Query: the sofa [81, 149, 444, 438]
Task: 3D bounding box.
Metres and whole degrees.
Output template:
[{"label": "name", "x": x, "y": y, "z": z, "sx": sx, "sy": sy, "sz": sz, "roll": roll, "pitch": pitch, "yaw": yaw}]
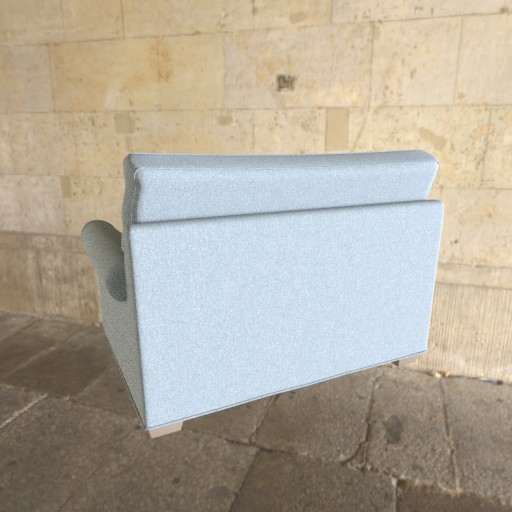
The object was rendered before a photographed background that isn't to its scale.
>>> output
[{"label": "sofa", "x": 0.000, "y": 0.000, "z": 2.024, "sx": 1.410, "sy": 0.953, "sz": 0.940, "roll": -7, "pitch": 16, "yaw": -25}]
